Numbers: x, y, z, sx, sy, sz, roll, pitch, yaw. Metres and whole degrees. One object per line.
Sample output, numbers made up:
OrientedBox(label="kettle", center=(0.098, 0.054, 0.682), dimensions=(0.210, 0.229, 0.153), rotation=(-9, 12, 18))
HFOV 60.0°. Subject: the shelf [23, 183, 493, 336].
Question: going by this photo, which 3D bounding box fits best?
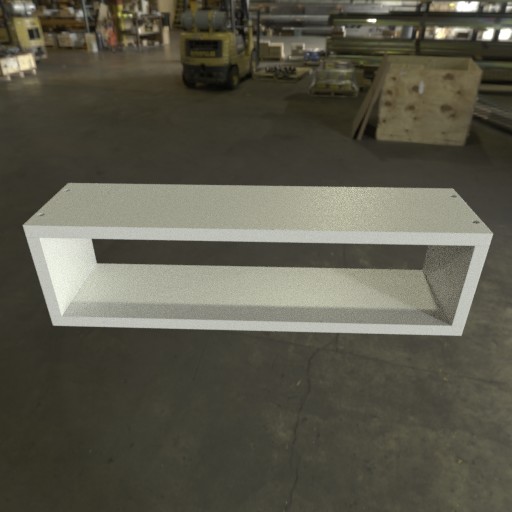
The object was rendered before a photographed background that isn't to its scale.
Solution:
OrientedBox(label="shelf", center=(0.000, 0.000, 0.681), dimensions=(0.610, 0.170, 0.150), rotation=(1, 31, 2))
